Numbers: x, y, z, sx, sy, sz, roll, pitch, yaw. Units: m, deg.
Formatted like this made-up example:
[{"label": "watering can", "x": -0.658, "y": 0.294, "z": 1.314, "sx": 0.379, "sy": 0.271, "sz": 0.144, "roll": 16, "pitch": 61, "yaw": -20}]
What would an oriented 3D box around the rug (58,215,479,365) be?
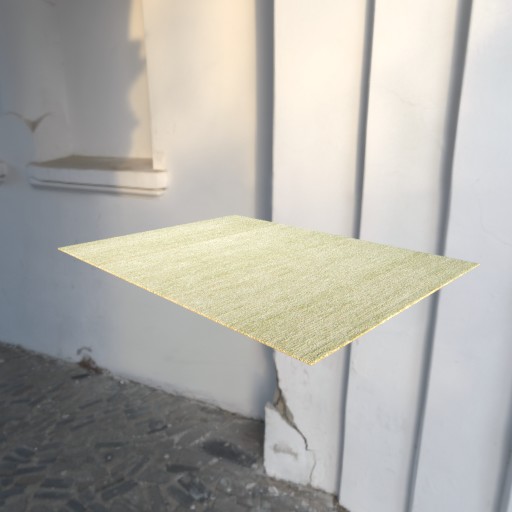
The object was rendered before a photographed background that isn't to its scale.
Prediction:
[{"label": "rug", "x": 0.000, "y": 0.000, "z": 4.190, "sx": 3.198, "sy": 0.016, "sz": 2.425, "roll": 16, "pitch": 23, "yaw": 42}]
